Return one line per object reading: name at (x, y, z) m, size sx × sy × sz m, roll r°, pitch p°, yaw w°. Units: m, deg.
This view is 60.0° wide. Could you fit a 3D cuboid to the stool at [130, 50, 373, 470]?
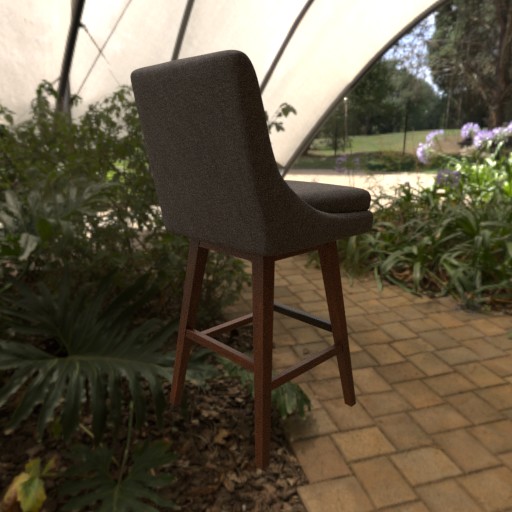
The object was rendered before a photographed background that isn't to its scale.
stool at (0.000, 0.000, 1.369) m, size 0.572 × 1.068 × 0.489 m, roll -14°, pitch 20°, yaw -42°
